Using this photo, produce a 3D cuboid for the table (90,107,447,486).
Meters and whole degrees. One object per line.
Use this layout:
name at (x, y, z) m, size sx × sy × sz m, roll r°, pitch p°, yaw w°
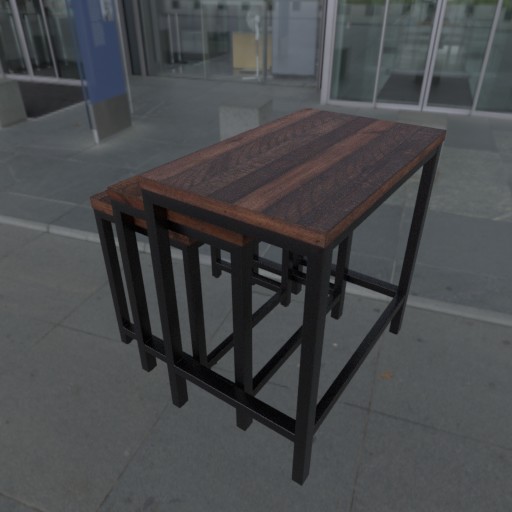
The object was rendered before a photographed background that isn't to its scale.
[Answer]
table at (0.000, 0.000, 1.143) m, size 0.660 × 0.616 × 0.608 m, roll 20°, pitch 37°, yaw 29°
